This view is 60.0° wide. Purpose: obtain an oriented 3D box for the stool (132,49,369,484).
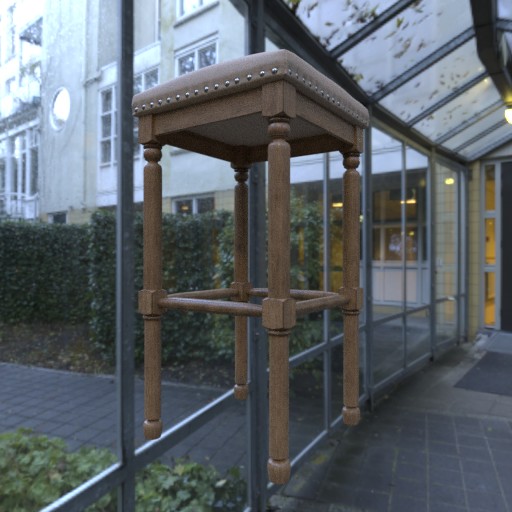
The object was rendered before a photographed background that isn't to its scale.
[{"bbox_3d":[0.000,0.000,0.980,0.383,0.768,0.382,0,0,35],"label":"stool"}]
